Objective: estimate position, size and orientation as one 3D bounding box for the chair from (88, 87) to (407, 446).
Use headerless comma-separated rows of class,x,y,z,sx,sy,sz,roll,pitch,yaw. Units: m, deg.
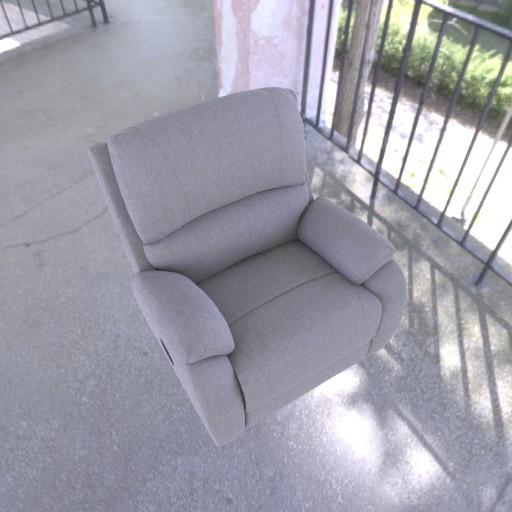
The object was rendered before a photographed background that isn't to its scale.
chair,0.000,0.000,1.751,0.930,1.011,0.899,-24,51,-21
